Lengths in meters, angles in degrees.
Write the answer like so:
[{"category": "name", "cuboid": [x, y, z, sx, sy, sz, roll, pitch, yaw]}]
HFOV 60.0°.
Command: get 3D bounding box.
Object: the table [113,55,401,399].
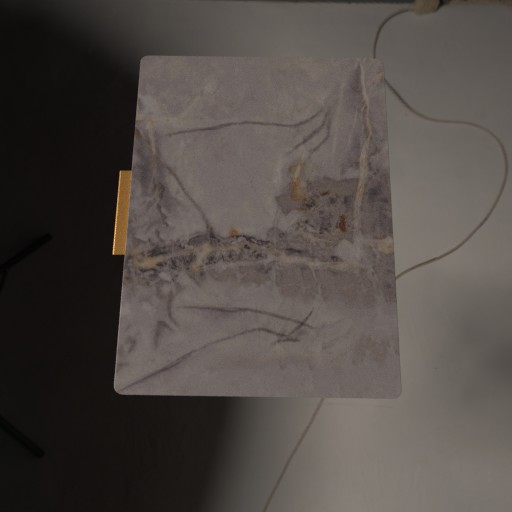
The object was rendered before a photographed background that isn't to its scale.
[{"category": "table", "cuboid": [0.000, 0.000, 0.905, 0.400, 0.570, 0.500, 1, 77, 0]}]
